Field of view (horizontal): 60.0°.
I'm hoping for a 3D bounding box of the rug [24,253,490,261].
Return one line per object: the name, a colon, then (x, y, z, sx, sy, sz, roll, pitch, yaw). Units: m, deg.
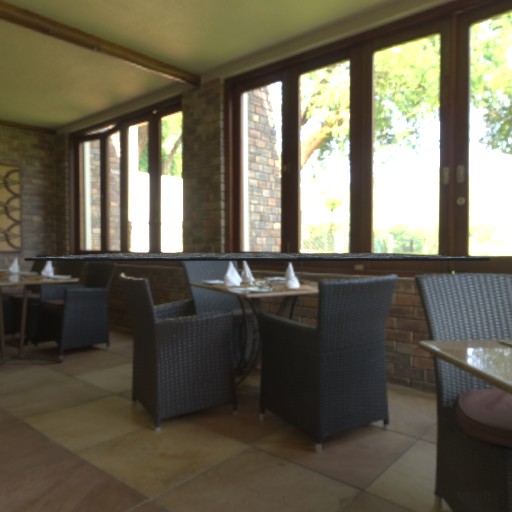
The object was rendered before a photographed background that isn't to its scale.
rug: (0.000, 0.000, 2.919, 2.290, 0.014, 1.526, 0, 1, -1)
